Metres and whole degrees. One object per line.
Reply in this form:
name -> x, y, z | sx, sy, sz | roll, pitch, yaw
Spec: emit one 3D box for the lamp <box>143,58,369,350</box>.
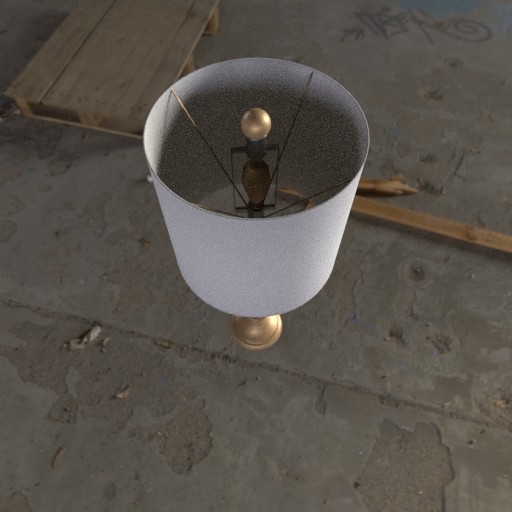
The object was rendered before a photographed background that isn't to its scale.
lamp -> 0.000, 0.000, 0.729 | 0.250, 0.597, 0.250 | 31, 64, 17
